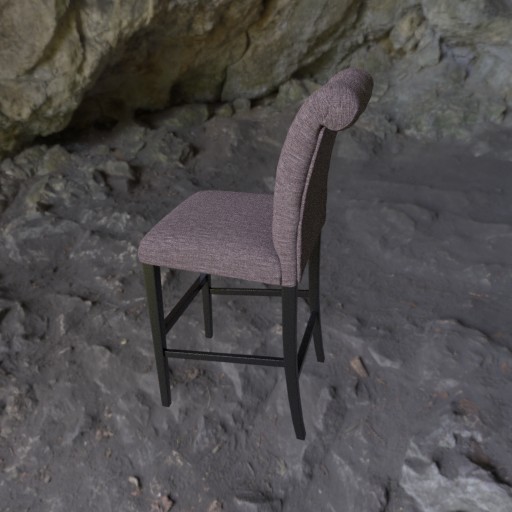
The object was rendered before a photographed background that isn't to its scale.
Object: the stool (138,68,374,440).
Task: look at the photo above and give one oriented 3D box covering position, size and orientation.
[{"bbox_3d":[0.000,0.000,1.464,0.613,1.131,0.452,8,30,15],"label":"stool"}]
